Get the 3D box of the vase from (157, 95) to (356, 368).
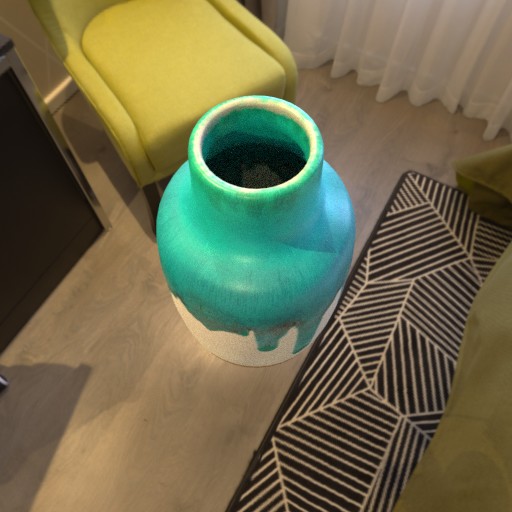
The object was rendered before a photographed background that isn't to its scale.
[{"bbox_3d":[0.000,0.000,0.256,0.106,0.192,0.106,0,63,0],"label":"vase"}]
